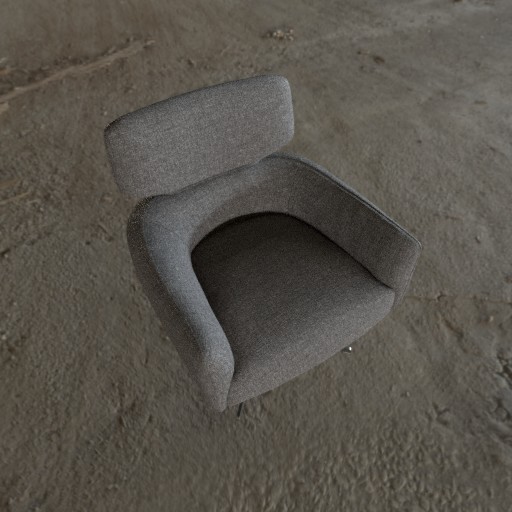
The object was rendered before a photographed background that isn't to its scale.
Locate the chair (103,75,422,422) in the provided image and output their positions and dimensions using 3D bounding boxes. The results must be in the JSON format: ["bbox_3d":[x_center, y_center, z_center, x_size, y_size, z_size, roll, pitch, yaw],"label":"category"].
[{"bbox_3d":[0.000,0.000,1.369,0.706,0.812,0.715,-25,52,-21],"label":"chair"}]
